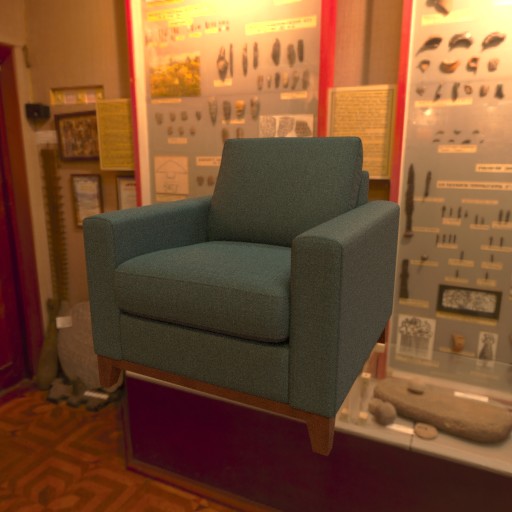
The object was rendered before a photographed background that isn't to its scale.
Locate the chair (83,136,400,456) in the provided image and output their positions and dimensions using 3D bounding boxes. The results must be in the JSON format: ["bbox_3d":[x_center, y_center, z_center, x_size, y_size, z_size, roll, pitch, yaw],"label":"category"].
[{"bbox_3d":[0.000,0.000,1.921,1.024,1.010,1.038,7,15,26],"label":"chair"}]
